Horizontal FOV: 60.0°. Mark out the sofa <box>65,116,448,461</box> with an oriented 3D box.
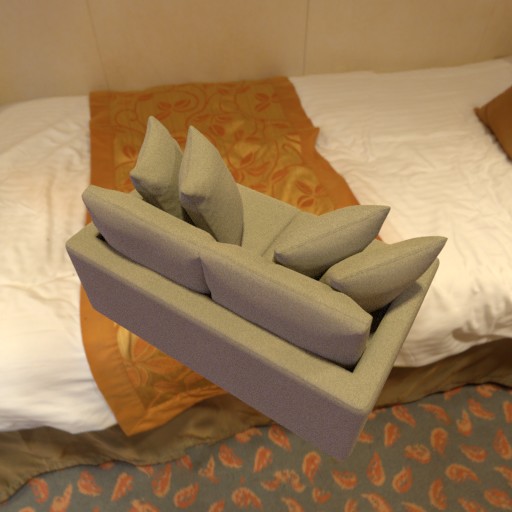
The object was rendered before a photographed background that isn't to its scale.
[{"bbox_3d":[0.000,0.000,2.612,1.869,1.080,1.228,25,52,22],"label":"sofa"}]
